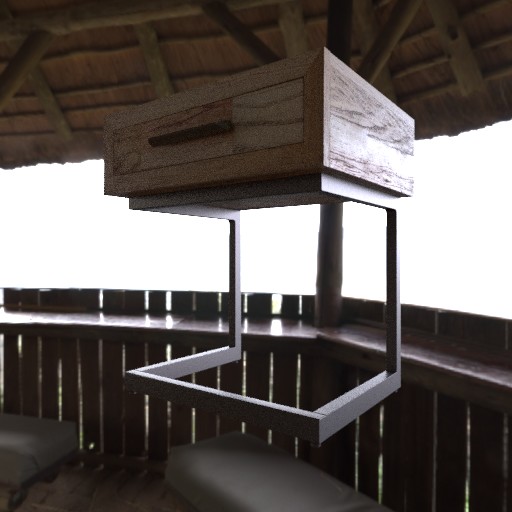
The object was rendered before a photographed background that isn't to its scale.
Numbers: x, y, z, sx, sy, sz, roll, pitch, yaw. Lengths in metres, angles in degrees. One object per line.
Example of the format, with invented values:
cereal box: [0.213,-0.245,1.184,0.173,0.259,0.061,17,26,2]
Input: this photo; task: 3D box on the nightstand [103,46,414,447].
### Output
nightstand: [0.000,0.000,0.997,0.558,0.632,0.481,0,0,37]
